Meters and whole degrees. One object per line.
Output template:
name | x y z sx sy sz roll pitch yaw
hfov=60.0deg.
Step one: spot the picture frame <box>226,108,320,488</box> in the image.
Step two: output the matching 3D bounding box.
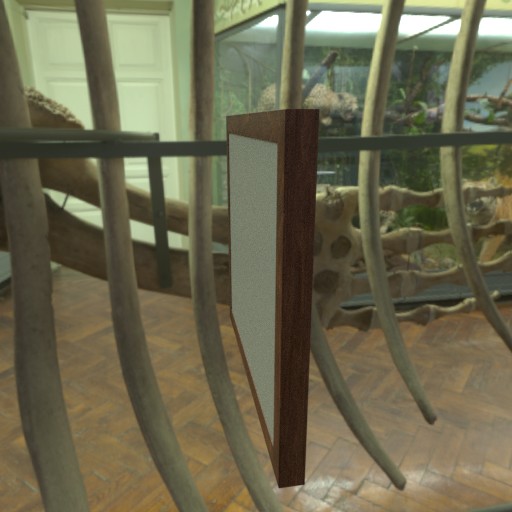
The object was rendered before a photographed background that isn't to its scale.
picture frame | 0.000 0.000 0.540 0.025 0.330 0.381 -3 17 -10
